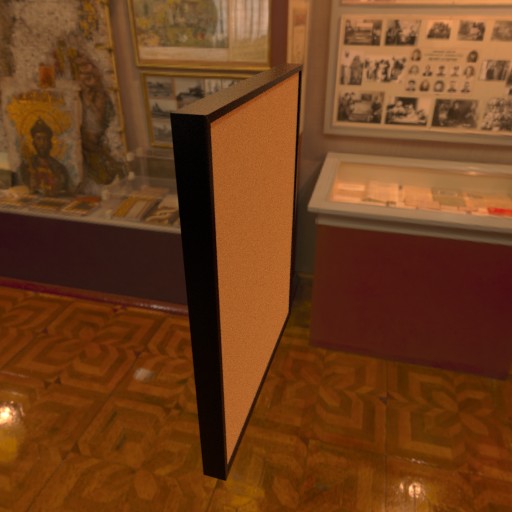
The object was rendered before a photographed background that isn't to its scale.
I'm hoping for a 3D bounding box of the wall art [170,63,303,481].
[{"bbox_3d":[0.000,0.000,0.745,0.039,0.553,0.451,8,30,15],"label":"wall art"}]
